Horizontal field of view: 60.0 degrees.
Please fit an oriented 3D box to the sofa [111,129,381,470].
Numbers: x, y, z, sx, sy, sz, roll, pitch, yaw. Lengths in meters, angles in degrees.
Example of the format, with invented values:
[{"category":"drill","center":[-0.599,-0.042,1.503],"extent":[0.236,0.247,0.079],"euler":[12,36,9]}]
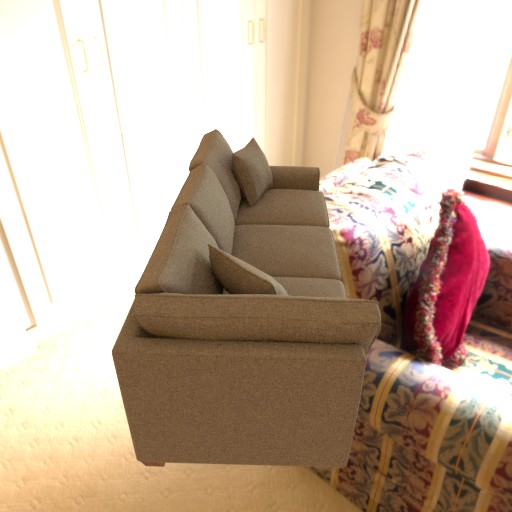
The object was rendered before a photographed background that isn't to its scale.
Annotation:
[{"category":"sofa","center":[0.000,0.000,2.795],"extent":[1.061,0.962,2.317],"euler":[1,32,2]}]
